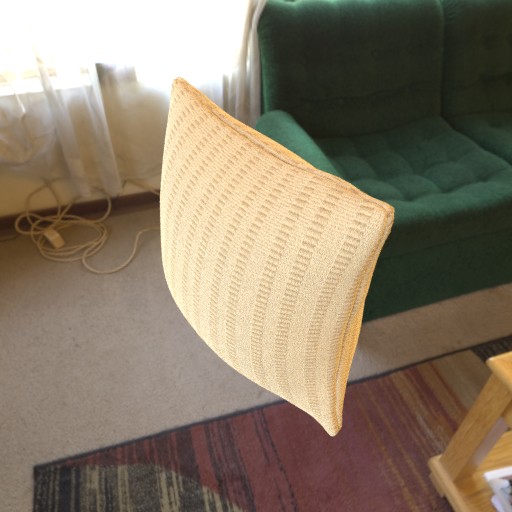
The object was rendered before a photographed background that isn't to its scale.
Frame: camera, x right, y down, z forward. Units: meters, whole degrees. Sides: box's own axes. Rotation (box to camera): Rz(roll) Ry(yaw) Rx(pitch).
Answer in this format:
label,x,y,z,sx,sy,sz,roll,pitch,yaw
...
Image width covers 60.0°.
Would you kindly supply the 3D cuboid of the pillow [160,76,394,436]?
label,x,y,z,sx,sy,sz,roll,pitch,yaw
pillow,0.000,0.000,0.676,0.247,0.419,0.438,-25,47,-26
